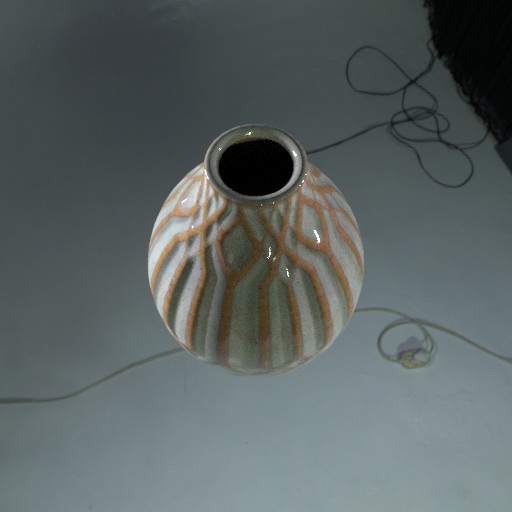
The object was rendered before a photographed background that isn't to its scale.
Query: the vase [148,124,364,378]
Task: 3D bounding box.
[{"bbox_3d":[0.000,0.000,0.265,0.131,0.175,0.131,0,63,0],"label":"vase"}]
